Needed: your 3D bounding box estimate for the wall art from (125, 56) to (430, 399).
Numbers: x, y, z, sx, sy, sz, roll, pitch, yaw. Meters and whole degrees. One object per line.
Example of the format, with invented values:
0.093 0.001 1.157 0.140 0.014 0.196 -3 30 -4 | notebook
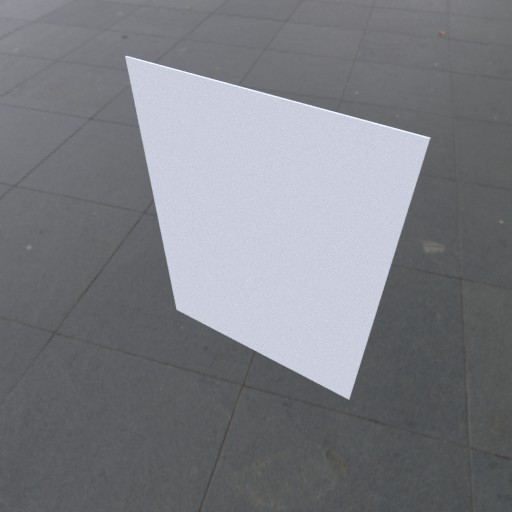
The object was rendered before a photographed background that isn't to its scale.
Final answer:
0.000 0.000 0.796 0.457 0.610 0.003 23 49 22 | wall art
